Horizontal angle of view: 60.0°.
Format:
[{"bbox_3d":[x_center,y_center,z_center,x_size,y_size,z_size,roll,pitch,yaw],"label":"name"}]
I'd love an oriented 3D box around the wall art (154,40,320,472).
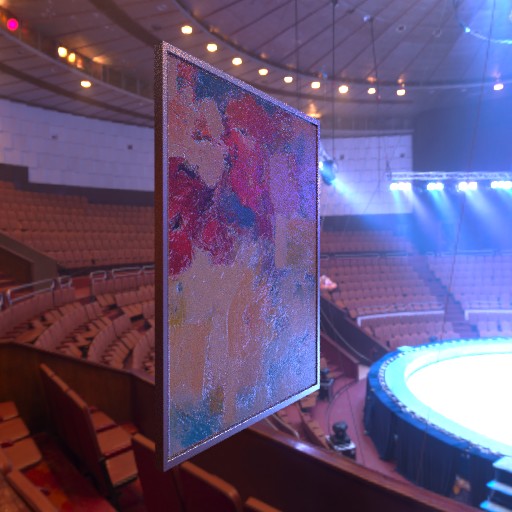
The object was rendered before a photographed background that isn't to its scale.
[{"bbox_3d":[0.000,0.000,1.414,0.030,1.046,0.816,0,1,36],"label":"wall art"}]
